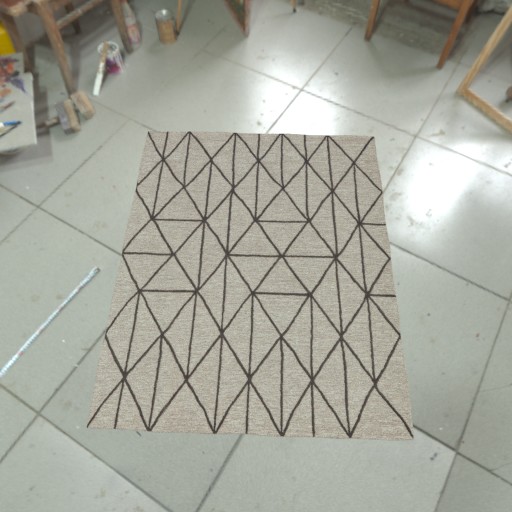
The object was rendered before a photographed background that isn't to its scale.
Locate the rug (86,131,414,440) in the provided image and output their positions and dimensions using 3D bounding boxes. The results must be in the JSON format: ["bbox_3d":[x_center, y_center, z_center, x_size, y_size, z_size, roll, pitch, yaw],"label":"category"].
[{"bbox_3d":[0.000,0.000,4.039,2.468,0.022,3.061,2,61,1],"label":"rug"}]
